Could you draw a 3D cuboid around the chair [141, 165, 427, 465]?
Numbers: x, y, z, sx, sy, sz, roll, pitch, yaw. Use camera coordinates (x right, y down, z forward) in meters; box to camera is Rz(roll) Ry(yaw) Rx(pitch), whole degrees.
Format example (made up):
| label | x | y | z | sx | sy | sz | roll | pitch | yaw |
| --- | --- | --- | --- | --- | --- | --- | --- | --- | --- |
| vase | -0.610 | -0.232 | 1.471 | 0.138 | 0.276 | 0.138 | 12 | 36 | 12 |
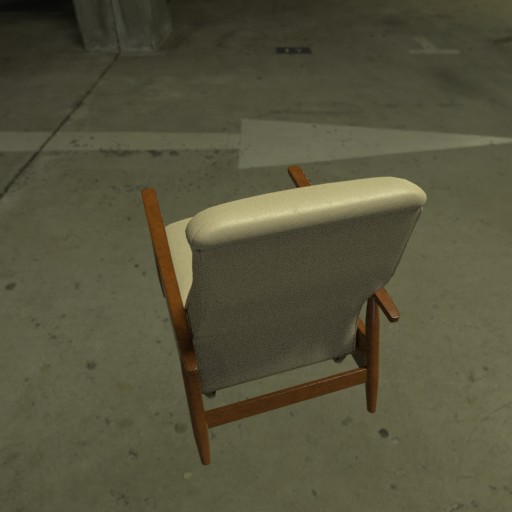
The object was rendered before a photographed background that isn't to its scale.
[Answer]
| label | x | y | z | sx | sy | sz | roll | pitch | yaw |
| --- | --- | --- | --- | --- | --- | --- | --- | --- | --- |
| chair | 0.000 | 0.000 | 1.759 | 0.762 | 1.082 | 1.014 | -12 | 41 | -14 |
